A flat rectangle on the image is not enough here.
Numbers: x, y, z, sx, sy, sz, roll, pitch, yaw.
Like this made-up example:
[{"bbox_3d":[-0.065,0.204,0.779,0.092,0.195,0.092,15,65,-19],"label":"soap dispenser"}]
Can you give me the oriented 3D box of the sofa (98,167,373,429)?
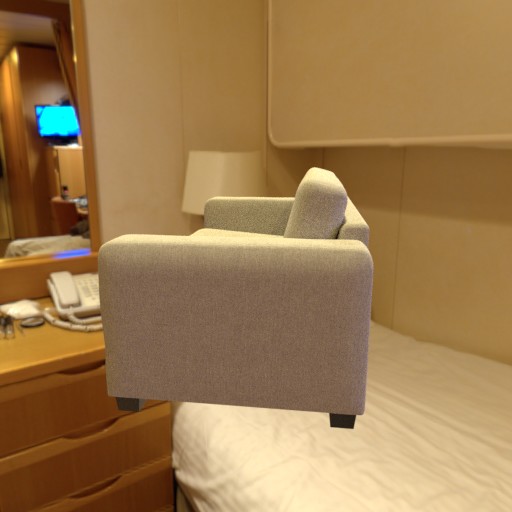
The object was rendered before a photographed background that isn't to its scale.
[{"bbox_3d":[0.000,0.000,2.100,0.900,0.800,1.540,2,13,8],"label":"sofa"}]
